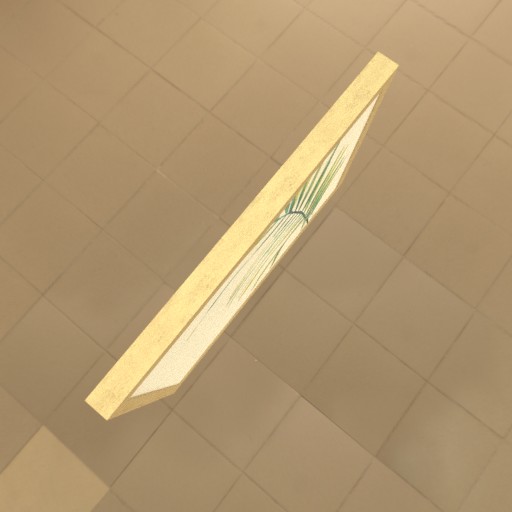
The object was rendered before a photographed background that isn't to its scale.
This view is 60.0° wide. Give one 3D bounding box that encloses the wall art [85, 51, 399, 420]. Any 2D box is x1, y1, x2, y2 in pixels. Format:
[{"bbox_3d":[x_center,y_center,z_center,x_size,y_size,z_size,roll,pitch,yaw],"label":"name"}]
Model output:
[{"bbox_3d":[0.000,0.000,0.690,0.032,0.380,0.532,38,80,8],"label":"wall art"}]
